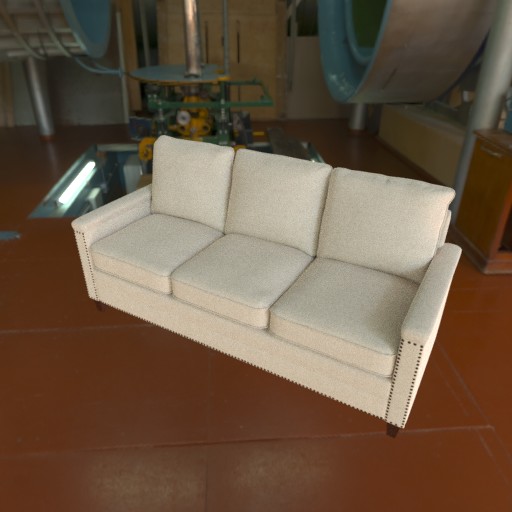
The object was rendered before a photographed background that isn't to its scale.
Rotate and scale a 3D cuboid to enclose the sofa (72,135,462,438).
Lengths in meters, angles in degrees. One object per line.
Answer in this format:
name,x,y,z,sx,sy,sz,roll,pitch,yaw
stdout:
sofa,0.000,0.000,2.396,1.925,0.961,0.828,16,34,26
